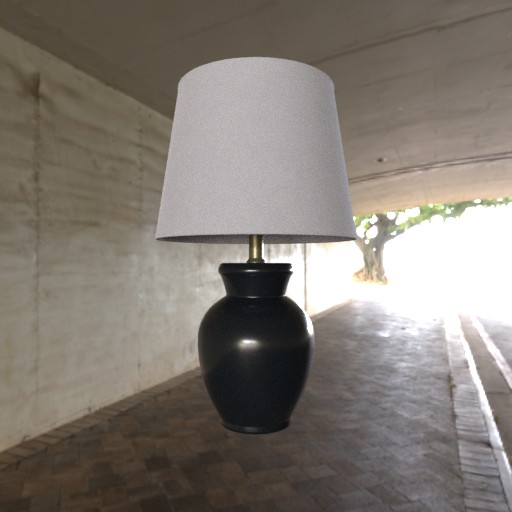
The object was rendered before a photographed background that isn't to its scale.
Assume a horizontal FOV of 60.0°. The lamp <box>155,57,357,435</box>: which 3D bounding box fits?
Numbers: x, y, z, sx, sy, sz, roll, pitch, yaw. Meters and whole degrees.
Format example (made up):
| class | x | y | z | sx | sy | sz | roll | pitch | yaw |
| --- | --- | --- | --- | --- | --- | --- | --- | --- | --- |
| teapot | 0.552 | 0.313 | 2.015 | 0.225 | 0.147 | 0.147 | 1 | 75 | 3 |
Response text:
| class | x | y | z | sx | sy | sz | roll | pitch | yaw |
| --- | --- | --- | --- | --- | --- | --- | --- | --- | --- |
| lamp | 0.000 | 0.000 | 0.538 | 0.239 | 0.399 | 0.239 | 0 | -1 | 0 |
